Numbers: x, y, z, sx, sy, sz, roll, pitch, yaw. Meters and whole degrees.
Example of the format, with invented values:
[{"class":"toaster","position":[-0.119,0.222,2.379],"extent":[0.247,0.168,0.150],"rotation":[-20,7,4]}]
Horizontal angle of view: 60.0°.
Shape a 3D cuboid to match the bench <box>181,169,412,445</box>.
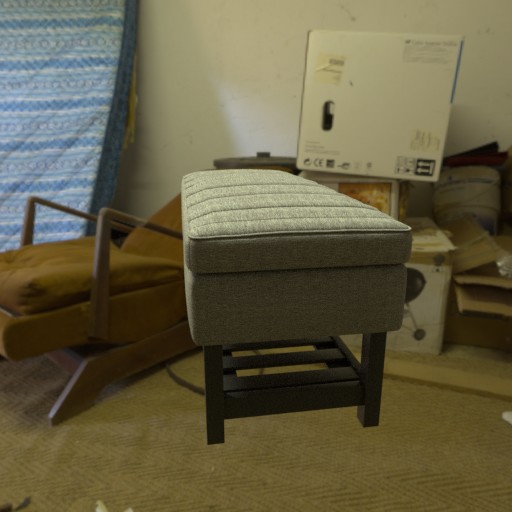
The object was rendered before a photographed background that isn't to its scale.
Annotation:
[{"class":"bench","position":[0.000,0.000,1.337],"extent":[0.429,0.470,1.100],"rotation":[-3,16,-9]}]
